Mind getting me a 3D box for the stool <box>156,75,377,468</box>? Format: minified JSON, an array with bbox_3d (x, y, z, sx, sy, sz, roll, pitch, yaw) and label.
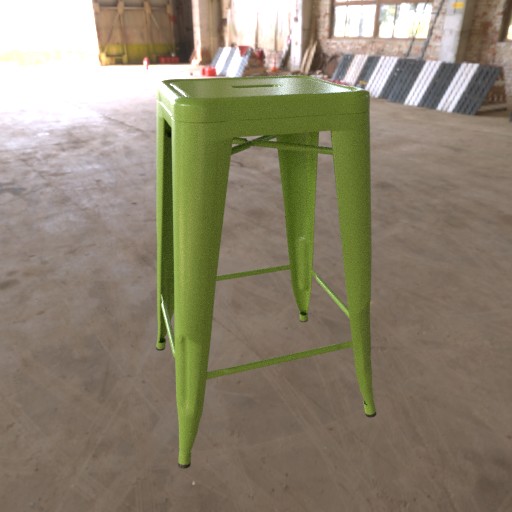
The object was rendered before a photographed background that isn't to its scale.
[{"bbox_3d":[0.000,0.000,0.839,0.398,0.609,0.358,-8,29,-16],"label":"stool"}]
